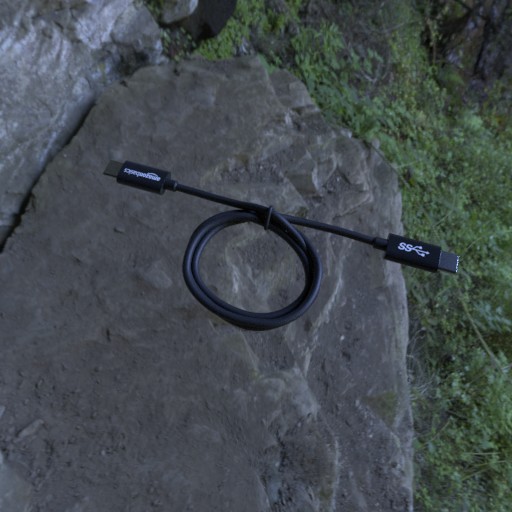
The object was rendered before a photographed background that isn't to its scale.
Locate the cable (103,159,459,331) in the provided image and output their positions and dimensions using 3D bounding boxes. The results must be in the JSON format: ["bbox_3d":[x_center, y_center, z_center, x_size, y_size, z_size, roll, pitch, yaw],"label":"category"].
[{"bbox_3d":[0.000,0.000,0.212,0.186,0.014,0.070,16,65,8],"label":"cable"}]
